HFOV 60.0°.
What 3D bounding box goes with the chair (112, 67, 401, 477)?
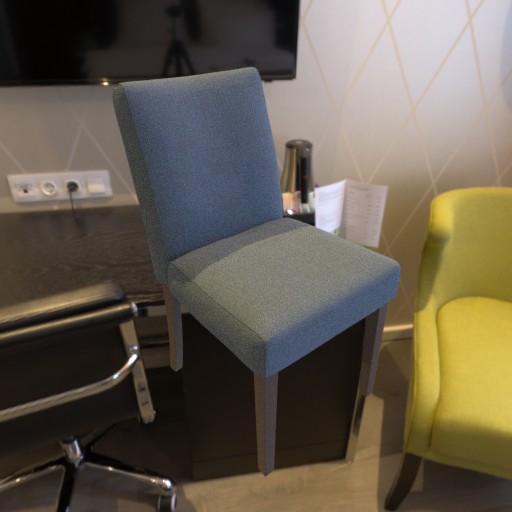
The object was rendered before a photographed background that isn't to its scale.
[{"bbox_3d":[0.000,0.000,1.228,0.487,0.882,0.629,-23,38,-33],"label":"chair"}]
